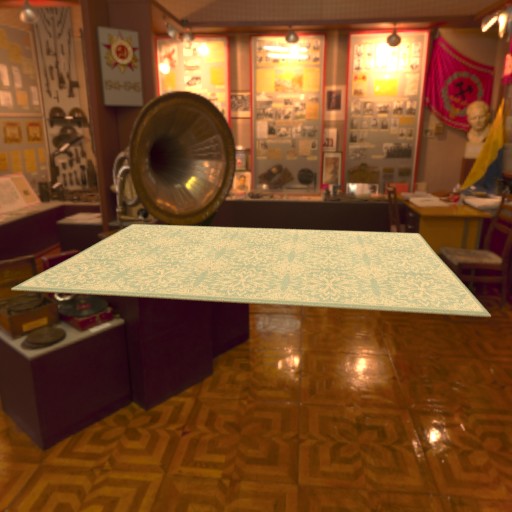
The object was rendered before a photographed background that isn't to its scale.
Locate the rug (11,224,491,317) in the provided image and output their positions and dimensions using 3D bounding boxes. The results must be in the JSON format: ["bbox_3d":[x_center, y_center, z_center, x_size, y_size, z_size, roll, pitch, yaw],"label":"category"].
[{"bbox_3d":[0.000,0.000,3.365,2.746,0.018,1.819,2,17,8],"label":"rug"}]
